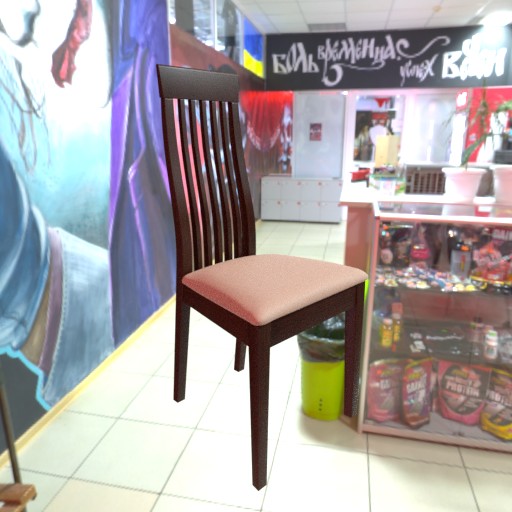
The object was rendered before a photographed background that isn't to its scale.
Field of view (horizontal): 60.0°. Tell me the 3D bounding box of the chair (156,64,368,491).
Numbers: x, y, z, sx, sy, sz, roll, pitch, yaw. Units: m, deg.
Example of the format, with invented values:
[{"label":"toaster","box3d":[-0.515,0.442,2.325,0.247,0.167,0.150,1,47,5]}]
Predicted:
[{"label":"chair","box3d":[0.000,0.000,1.258,0.474,1.027,0.460,15,22,43]}]
